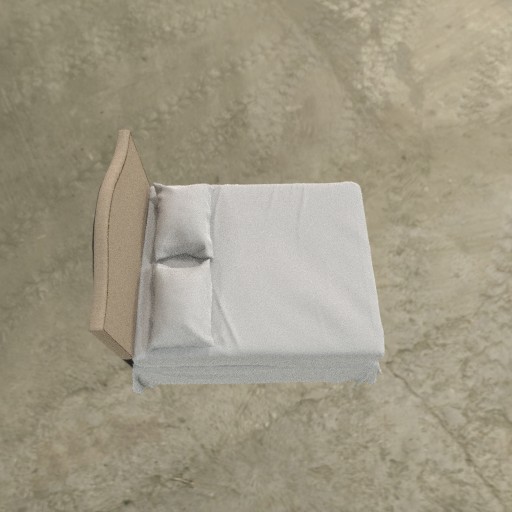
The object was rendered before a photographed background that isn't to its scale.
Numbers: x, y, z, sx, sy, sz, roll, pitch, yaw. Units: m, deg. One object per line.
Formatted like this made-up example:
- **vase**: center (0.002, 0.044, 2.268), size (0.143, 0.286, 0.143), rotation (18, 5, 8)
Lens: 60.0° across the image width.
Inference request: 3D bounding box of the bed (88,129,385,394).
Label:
- **bed**: center (0.000, 0.000, 3.606), size (2.221, 1.645, 1.876), rotation (-1, 64, 0)
